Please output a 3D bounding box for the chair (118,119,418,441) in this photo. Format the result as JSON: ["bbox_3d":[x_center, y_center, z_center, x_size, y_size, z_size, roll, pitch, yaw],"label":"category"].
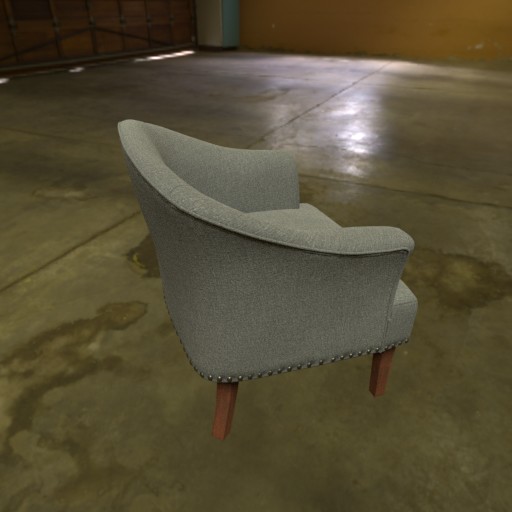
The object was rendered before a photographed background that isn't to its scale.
[{"bbox_3d":[0.000,0.000,1.378,0.704,0.815,0.798,-10,31,-17],"label":"chair"}]
